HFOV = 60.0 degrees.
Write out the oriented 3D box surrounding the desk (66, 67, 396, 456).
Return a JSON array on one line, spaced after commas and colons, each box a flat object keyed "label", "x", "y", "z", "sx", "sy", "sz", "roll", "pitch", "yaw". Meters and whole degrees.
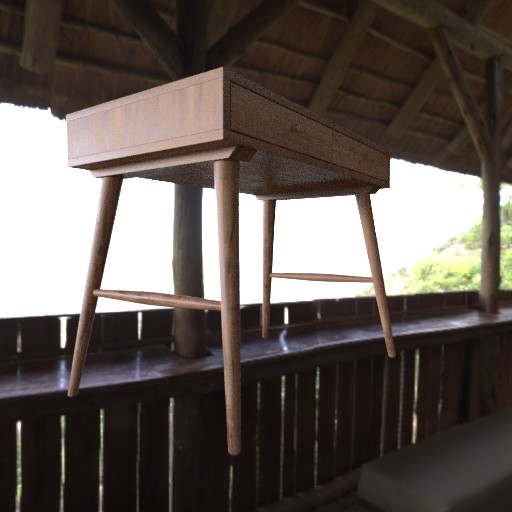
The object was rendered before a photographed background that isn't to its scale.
[{"label": "desk", "x": 0.000, "y": 0.000, "z": 1.403, "sx": 0.588, "sy": 0.758, "sz": 0.949, "roll": 1, "pitch": 2, "yaw": 36}]
